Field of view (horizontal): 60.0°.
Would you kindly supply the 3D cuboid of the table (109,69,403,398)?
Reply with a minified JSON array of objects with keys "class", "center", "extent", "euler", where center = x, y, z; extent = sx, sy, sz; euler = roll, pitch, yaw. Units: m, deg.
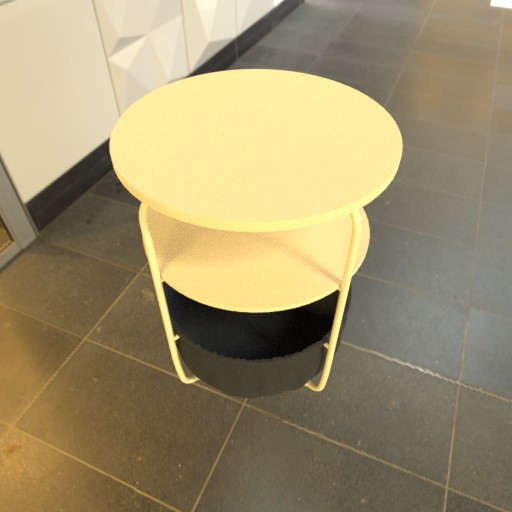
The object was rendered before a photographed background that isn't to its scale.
[{"class":"table","center":[0.000,0.000,0.838],"extent":[0.418,0.532,0.418],"euler":[3,45,3]}]
